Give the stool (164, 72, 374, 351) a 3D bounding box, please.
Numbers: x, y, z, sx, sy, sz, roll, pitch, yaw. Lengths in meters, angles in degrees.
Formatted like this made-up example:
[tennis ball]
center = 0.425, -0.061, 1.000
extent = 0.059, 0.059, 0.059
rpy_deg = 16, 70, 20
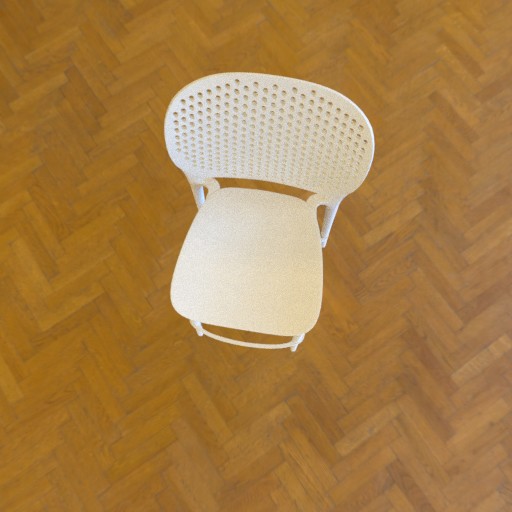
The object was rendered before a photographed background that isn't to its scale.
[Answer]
[stool]
center = 0.000, 0.000, 1.364
extent = 0.536, 1.045, 0.535
rpy_deg = 9, 77, 2
